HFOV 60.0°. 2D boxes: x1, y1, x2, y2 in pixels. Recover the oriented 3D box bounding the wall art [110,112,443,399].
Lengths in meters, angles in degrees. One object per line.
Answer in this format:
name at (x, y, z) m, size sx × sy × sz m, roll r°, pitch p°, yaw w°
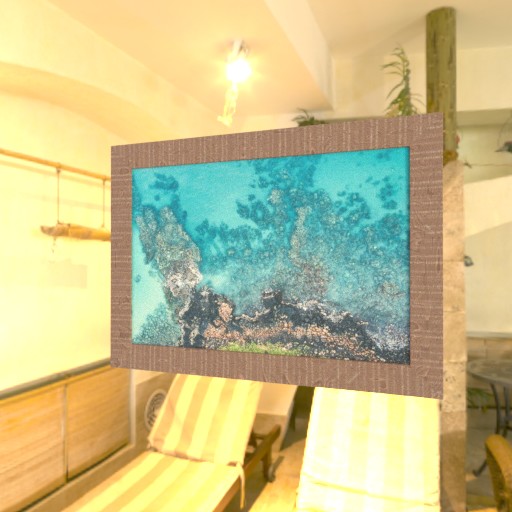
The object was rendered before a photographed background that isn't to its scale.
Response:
wall art at (0.000, 0.000, 1.356) m, size 1.056 × 0.761 × 0.020 m, roll 0°, pitch 0°, yaw 20°
